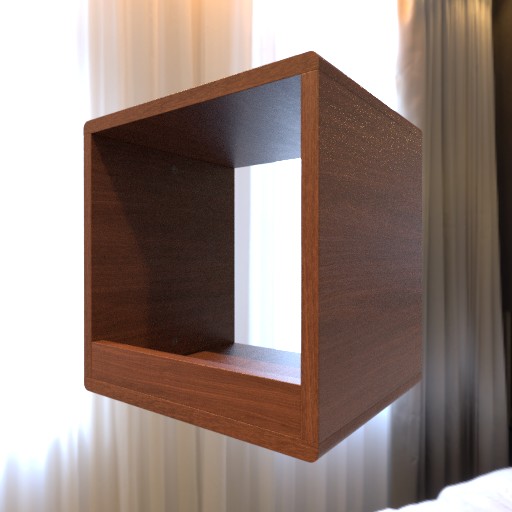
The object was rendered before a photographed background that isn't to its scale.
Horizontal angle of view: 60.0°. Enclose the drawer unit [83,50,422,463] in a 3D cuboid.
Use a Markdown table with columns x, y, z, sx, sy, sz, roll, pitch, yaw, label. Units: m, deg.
| x | y | z | sx | sy | sz | roll | pitch | yaw | label |
| --- | --- | --- | --- | --- | --- | --- | --- | --- | --- |
| 0.000 | 0.000 | 0.593 | 0.349 | 0.351 | 0.290 | 0 | 0 | 37 | drawer unit |
